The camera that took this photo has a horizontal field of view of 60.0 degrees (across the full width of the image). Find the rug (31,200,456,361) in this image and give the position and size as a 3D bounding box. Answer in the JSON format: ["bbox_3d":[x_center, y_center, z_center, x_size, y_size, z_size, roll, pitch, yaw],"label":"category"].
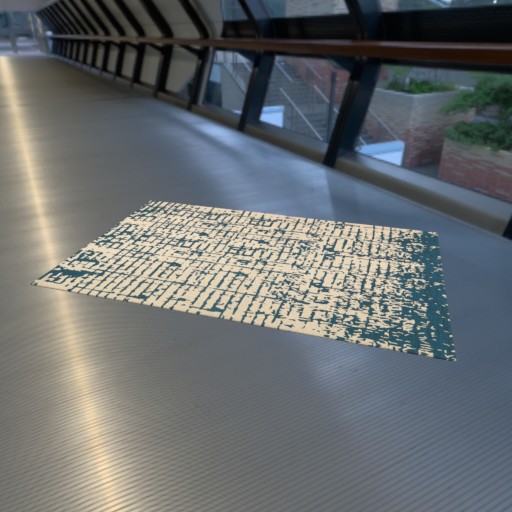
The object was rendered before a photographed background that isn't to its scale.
[{"bbox_3d":[0.000,0.000,3.049,2.435,0.011,1.517,8,29,15],"label":"rug"}]
